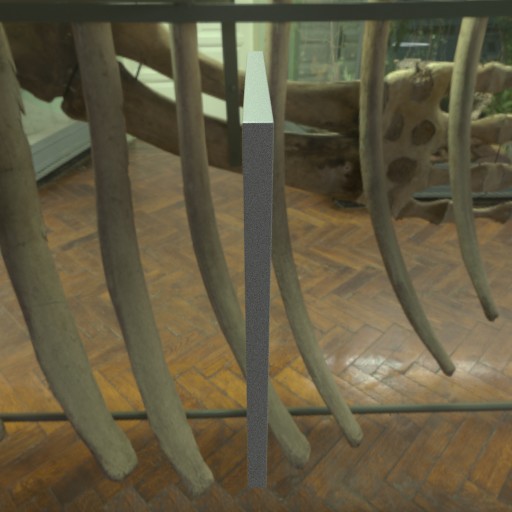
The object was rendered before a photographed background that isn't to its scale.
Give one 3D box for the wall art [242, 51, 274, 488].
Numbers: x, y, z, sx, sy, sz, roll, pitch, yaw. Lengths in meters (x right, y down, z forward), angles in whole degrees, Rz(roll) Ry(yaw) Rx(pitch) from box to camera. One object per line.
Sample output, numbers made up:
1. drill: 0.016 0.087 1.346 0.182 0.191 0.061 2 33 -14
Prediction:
1. wall art: 0.000 0.000 0.725 0.028 0.556 0.454 0 32 0
